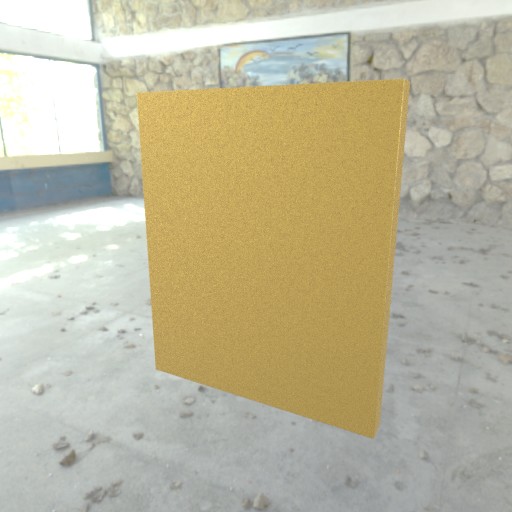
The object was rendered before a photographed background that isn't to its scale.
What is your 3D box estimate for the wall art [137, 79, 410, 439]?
[{"bbox_3d":[0.000,0.000,0.901,0.537,0.642,0.048,8,18,27],"label":"wall art"}]
